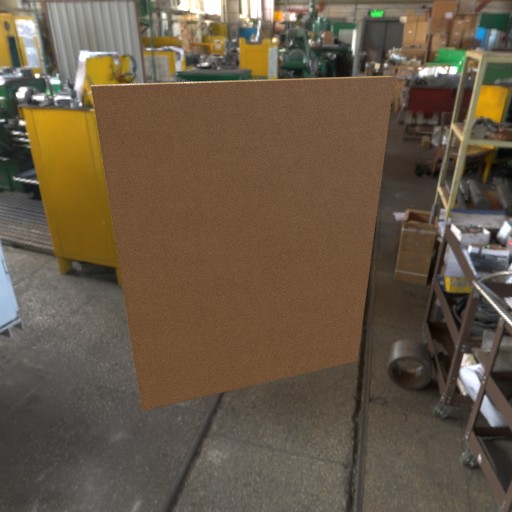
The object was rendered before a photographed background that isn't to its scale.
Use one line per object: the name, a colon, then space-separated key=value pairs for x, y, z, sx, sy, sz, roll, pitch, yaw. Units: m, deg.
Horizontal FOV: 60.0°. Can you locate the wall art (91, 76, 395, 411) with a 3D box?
wall art: x=0.000 y=0.000 z=1.355 sx=0.798 sy=1.002 sz=0.030 roll=-8 pitch=28 yaw=-16
